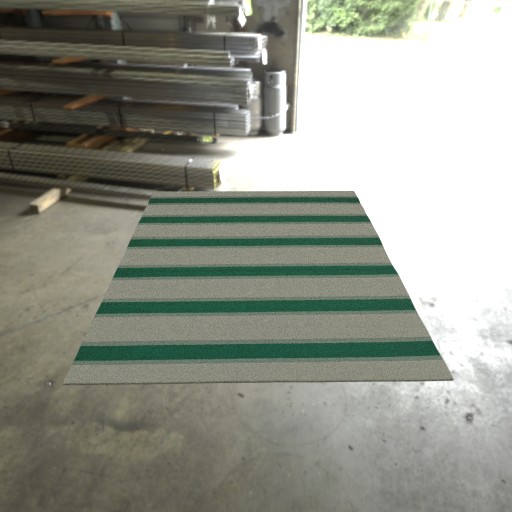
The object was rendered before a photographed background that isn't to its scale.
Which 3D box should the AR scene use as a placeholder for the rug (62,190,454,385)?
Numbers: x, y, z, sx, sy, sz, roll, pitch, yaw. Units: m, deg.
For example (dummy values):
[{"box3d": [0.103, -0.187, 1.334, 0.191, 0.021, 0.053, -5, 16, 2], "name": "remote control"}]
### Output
[{"box3d": [0.000, 0.000, 4.045, 2.434, 0.019, 3.041, 0, 31, -1], "name": "rug"}]
